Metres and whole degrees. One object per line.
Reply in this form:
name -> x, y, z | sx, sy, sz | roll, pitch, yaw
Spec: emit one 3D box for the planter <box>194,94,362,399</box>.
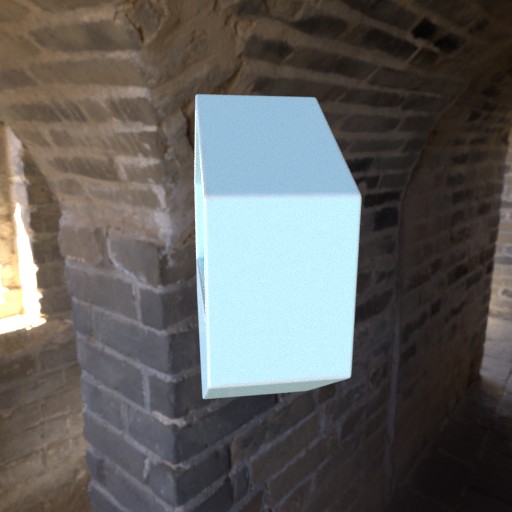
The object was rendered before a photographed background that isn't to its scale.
planter -> 0.000, 0.000, 0.301 | 0.078, 0.207, 0.169 | -2, 13, -9
